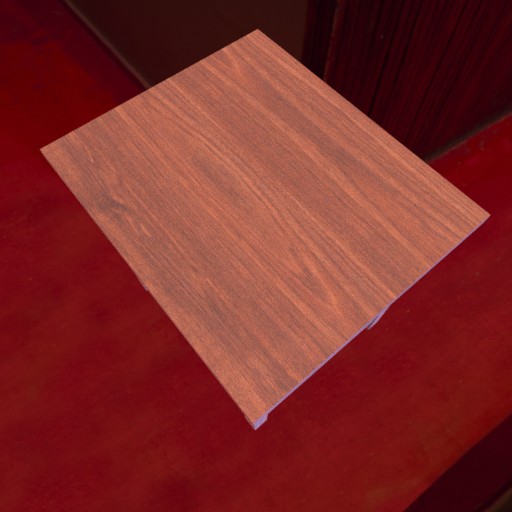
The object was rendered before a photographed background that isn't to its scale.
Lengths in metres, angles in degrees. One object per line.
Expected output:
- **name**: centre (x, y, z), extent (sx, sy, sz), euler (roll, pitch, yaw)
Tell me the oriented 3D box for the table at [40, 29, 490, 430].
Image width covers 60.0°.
- **table**: centre (0.000, 0.000, 1.123), extent (0.559, 0.635, 0.660), euler (-37, 69, -17)
